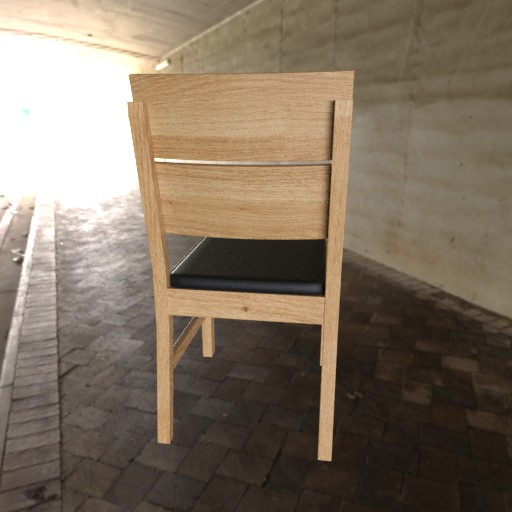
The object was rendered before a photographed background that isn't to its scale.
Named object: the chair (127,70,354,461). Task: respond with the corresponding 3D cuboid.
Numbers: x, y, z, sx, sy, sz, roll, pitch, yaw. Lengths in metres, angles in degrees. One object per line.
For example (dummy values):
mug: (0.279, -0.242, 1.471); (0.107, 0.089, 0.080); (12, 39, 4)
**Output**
chair: (0.000, 0.000, 1.299); (0.475, 0.950, 0.569); (2, 17, 8)
